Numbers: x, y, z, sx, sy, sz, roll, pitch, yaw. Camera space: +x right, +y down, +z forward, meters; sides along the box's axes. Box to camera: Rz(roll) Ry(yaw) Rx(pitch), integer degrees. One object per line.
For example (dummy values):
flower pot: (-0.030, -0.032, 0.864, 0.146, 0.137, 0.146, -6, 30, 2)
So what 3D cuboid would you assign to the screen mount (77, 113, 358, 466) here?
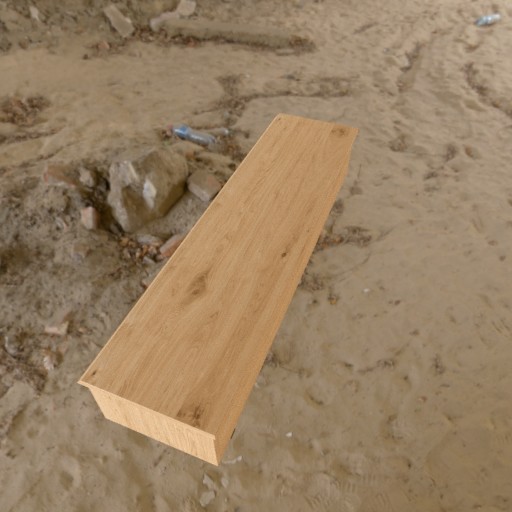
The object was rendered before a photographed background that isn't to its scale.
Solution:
screen mount: (0.000, 0.000, 1.928, 0.450, 0.430, 1.700, 16, 48, 15)
